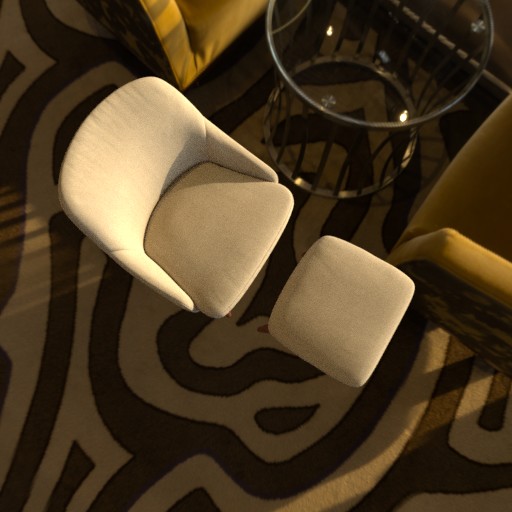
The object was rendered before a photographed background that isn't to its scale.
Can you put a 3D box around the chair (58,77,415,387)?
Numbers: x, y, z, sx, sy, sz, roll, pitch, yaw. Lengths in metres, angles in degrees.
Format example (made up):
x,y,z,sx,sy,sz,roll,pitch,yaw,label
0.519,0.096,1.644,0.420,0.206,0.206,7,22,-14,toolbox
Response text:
x,y,z,sx,sy,sz,roll,pitch,yaw,label
0.000,0.000,1.578,1.114,0.866,0.584,31,79,6,chair
